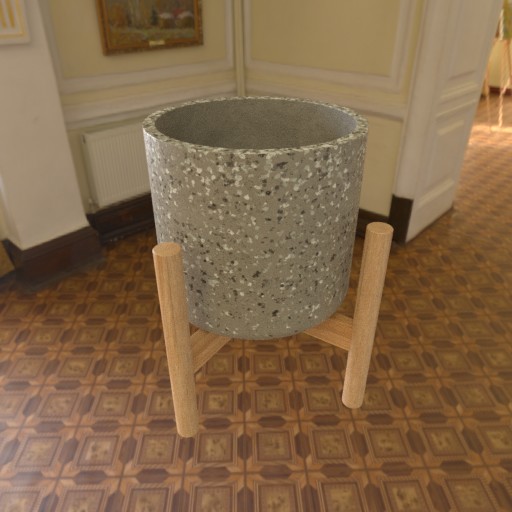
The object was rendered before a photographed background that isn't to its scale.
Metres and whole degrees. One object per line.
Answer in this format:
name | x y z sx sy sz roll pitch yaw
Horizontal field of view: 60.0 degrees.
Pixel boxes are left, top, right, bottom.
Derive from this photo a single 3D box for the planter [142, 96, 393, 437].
planter | 0.000 0.000 0.526 0.284 0.320 0.284 -19 36 -29
